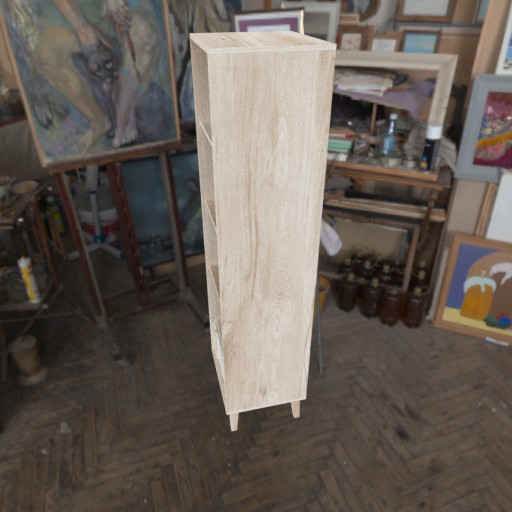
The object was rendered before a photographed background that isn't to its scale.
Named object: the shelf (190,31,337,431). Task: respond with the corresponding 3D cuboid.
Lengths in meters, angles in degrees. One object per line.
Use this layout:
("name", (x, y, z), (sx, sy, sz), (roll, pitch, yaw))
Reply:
("shelf", (0.000, 0.000, 2.212), (0.450, 1.960, 0.510), (-7, 32, -12))
